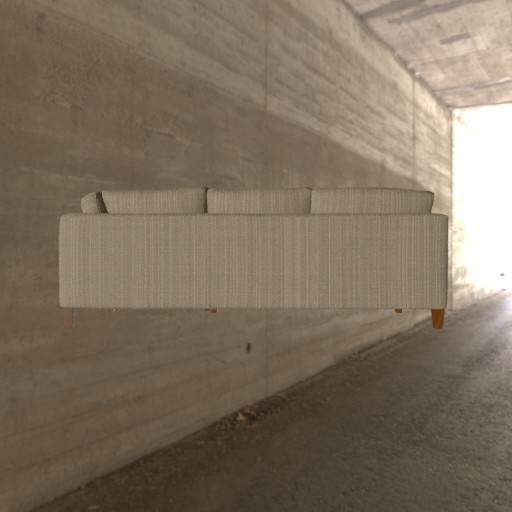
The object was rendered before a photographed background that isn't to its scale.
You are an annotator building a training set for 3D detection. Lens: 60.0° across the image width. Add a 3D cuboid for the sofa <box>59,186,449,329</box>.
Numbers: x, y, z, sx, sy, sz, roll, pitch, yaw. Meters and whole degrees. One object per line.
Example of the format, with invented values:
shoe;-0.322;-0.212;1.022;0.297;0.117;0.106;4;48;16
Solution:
sofa;0.000;0.000;4.597;2.594;0.961;3.460;0;0;1
